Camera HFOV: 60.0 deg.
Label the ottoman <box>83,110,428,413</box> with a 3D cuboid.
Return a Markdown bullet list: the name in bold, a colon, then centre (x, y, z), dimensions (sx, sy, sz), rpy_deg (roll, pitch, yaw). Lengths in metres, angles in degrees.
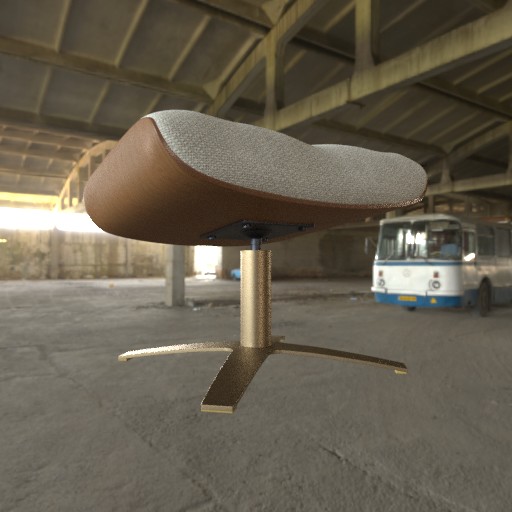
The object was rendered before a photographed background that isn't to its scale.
- **ottoman**: centre (0.000, 0.000, 0.801), dimensions (0.520, 0.391, 0.394), rpy_deg (0, -1, -34)
